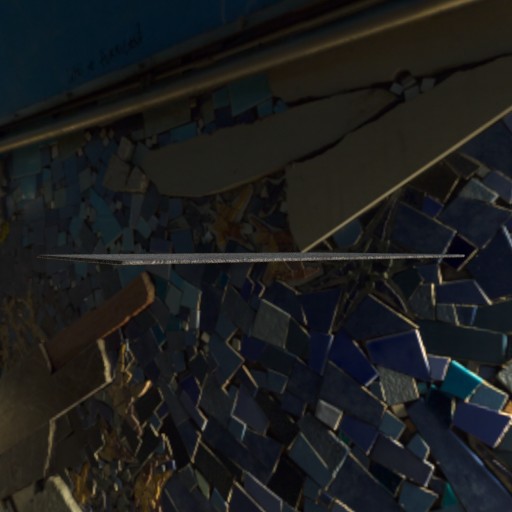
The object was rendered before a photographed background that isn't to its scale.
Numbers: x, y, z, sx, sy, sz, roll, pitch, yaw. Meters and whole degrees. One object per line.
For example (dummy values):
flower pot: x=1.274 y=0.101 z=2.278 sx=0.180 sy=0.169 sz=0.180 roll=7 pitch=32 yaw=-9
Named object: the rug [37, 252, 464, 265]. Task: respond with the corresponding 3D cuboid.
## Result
rug: x=0.000 y=0.000 z=2.158 sx=1.752 sy=0.013 sz=1.158 roll=-1 pitch=1 yaw=-37
